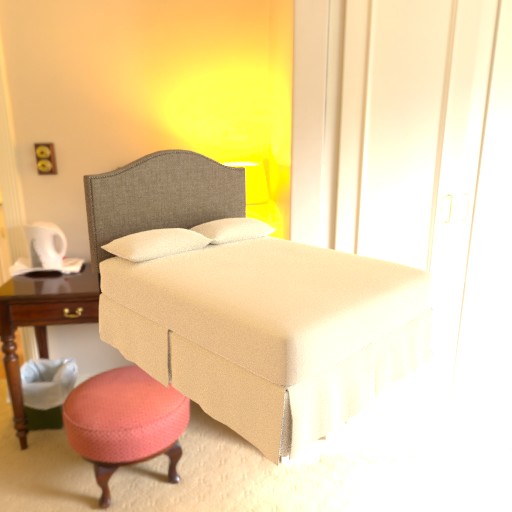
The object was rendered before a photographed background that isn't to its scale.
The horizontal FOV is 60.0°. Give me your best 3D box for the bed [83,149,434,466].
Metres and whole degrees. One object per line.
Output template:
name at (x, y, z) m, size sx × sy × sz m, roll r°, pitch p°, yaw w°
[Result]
bed at (0.000, 0.000, 3.292) m, size 1.713 × 1.518 × 2.153 m, roll -14°, pitch 20°, yaw -43°
